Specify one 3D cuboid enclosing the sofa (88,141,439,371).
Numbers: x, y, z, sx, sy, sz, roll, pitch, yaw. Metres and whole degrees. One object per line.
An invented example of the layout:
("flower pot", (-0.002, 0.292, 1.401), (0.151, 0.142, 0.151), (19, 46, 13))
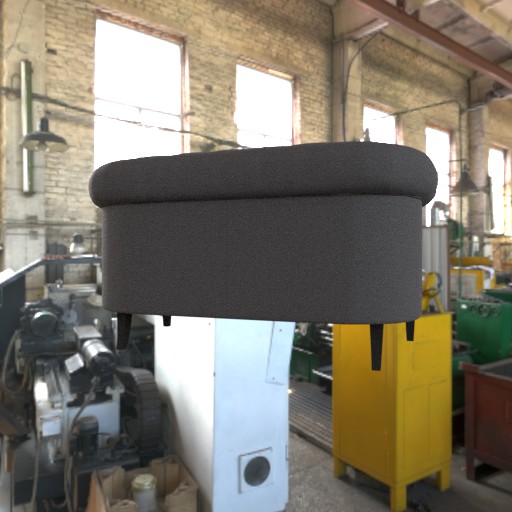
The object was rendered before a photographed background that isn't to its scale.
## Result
("sofa", (0.000, 0.000, 2.029), (1.558, 0.827, 0.835), (0, 0, 19))
